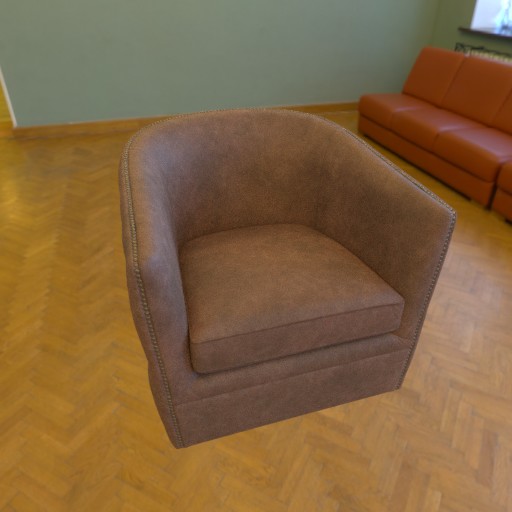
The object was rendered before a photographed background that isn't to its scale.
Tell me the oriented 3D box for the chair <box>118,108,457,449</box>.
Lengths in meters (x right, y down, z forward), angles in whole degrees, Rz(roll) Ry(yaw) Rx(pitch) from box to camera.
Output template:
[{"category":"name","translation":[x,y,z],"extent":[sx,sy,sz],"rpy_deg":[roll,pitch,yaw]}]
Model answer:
[{"category":"chair","translation":[0.000,0.000,1.534],"extent":[0.850,0.790,0.870],"rpy_deg":[-10,34,-15]}]
